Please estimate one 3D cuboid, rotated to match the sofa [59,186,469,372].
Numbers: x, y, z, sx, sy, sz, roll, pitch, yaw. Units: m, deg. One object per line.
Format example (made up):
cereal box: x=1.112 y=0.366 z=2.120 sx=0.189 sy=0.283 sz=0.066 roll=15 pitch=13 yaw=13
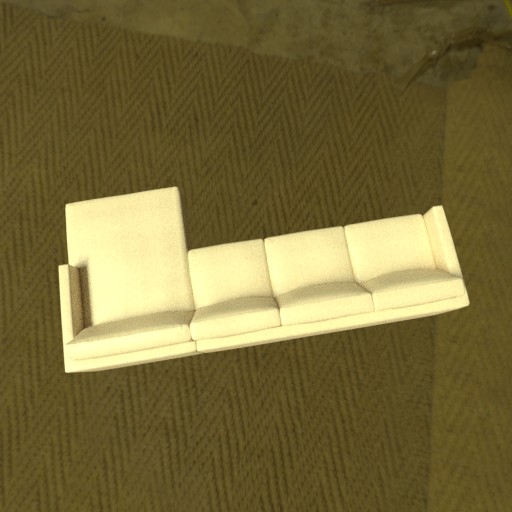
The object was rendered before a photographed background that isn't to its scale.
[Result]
sofa: x=0.000 y=0.000 z=4.147 sx=3.471 sy=0.954 sz=1.603 roll=-9 pitch=77 yaw=-2
